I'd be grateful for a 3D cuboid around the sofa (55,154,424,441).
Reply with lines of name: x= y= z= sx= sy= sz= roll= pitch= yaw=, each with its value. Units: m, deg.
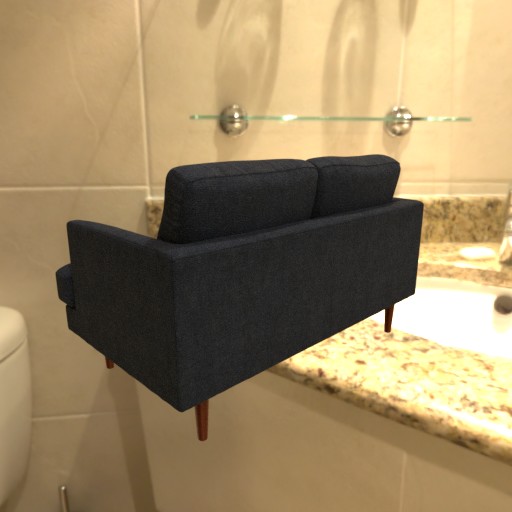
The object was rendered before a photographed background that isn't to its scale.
sofa: x=0.000 y=0.000 z=2.124 sx=1.582 sy=0.944 sz=0.903 roll=-14 pitch=21 yaw=-42
